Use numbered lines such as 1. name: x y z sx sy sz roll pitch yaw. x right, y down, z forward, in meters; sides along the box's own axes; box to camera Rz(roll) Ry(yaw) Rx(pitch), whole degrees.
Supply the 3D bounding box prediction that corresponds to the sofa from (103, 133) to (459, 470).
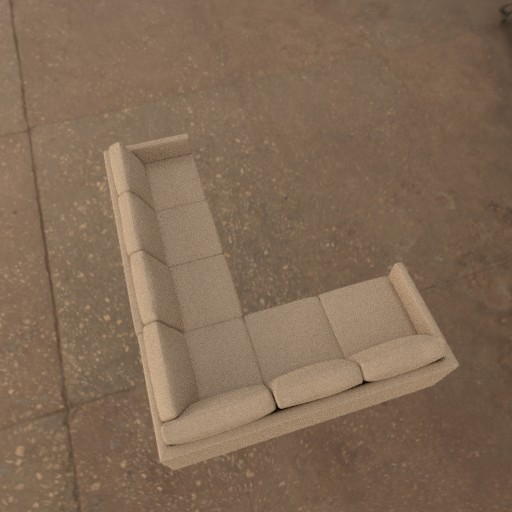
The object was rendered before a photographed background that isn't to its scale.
1. sofa: 0.000 0.000 4.320 2.432 0.863 3.182 -15 60 -9
